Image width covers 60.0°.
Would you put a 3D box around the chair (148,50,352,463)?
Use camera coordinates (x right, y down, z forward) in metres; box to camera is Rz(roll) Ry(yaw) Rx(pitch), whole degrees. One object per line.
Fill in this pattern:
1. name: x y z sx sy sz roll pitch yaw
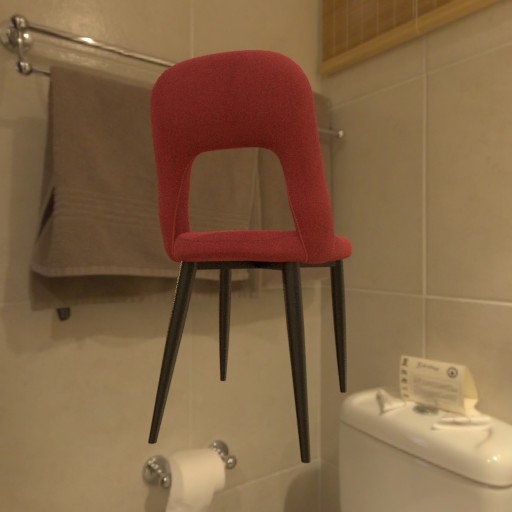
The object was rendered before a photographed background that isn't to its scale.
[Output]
1. chair: 0.000 0.000 1.221 0.483 0.892 0.569 0 0 18
